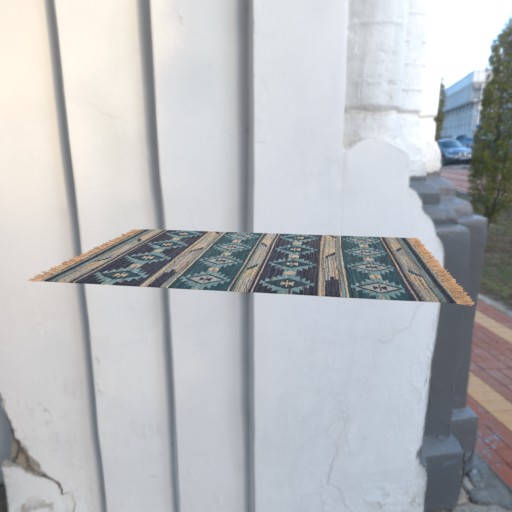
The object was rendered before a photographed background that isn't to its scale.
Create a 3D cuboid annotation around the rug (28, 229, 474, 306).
[{"bbox_3d":[0.000,0.000,2.435,1.936,0.028,1.181,2,15,9],"label":"rug"}]
